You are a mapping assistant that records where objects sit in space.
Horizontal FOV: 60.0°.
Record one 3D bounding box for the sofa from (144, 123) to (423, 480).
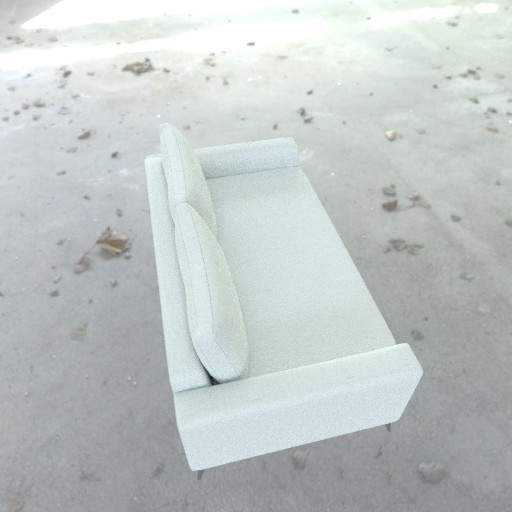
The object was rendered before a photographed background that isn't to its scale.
[{"bbox_3d":[0.000,0.000,2.150,0.920,0.790,1.650,-10,47,-9],"label":"sofa"}]
